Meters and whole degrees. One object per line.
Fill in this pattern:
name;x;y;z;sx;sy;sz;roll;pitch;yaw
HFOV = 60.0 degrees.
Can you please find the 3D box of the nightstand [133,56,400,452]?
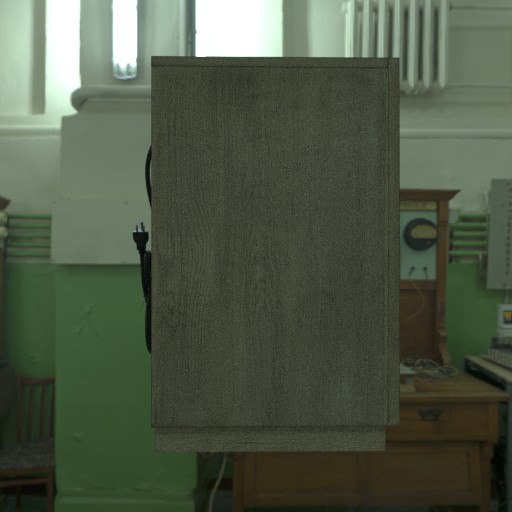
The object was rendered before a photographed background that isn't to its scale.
nightstand;0.000;0.000;1.053;0.483;0.673;0.612;0;0;-1
